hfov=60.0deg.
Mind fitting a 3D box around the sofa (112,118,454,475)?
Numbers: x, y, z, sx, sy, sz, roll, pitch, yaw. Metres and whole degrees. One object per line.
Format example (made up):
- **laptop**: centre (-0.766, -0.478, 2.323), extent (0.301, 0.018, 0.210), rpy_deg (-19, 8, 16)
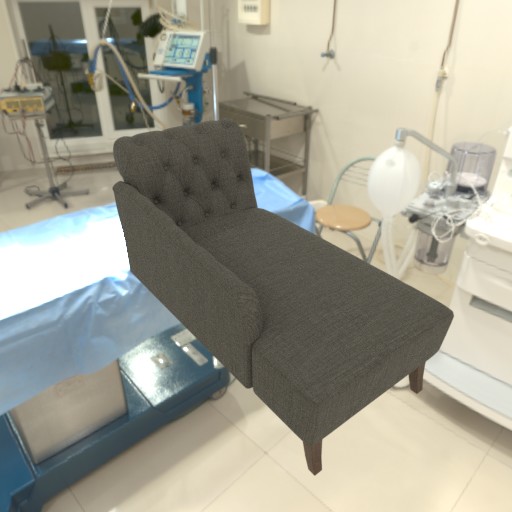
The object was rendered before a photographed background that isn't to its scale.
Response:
- **sofa**: centre (0.000, 0.000, 1.792), extent (0.675, 0.787, 1.379), rpy_deg (-22, 37, -32)
